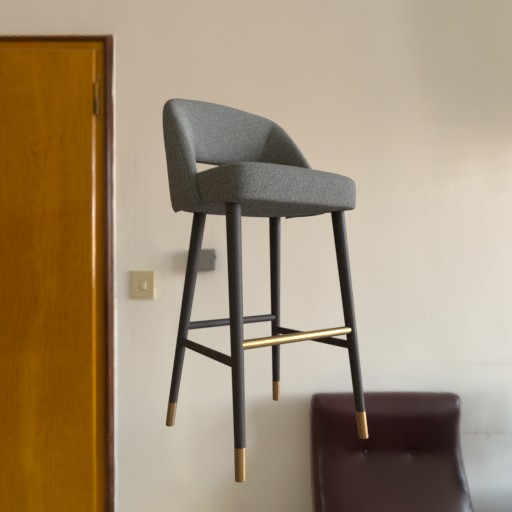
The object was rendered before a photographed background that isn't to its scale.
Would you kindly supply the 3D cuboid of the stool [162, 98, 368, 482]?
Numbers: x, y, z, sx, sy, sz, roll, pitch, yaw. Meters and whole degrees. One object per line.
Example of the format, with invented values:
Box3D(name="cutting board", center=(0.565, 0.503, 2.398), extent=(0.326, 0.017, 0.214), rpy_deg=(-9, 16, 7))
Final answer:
Box3D(name="stool", center=(0.000, 0.000, 1.405), extent=(0.536, 1.089, 0.524), rpy_deg=(0, 0, -35))
